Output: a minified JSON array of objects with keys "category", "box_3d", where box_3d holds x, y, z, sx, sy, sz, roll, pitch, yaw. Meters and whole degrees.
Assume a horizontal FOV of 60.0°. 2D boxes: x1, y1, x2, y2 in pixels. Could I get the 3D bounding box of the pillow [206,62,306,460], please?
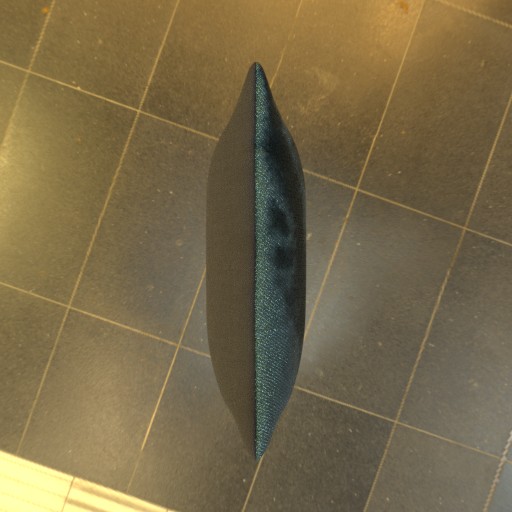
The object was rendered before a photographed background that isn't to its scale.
[{"category":"pillow","box_3d":[0.000,0.000,0.669,0.138,0.430,0.436,0,90,-1]}]
